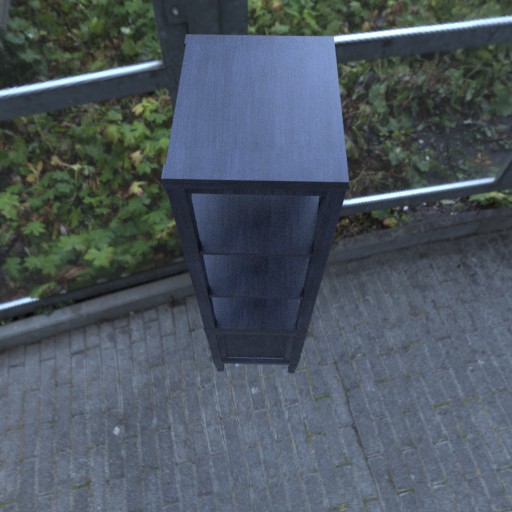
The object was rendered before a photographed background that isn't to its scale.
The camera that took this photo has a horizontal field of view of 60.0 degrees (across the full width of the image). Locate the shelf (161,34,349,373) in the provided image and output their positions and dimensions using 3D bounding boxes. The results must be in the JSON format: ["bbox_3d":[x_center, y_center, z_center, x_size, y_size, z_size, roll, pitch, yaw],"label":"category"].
[{"bbox_3d":[0.000,0.000,1.981,0.472,1.727,0.584,1,60,1],"label":"shelf"}]
